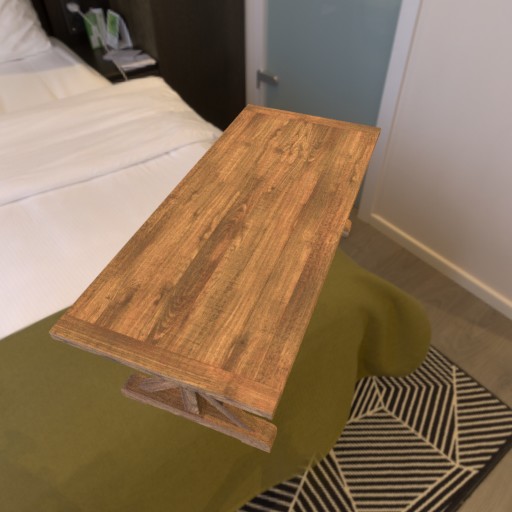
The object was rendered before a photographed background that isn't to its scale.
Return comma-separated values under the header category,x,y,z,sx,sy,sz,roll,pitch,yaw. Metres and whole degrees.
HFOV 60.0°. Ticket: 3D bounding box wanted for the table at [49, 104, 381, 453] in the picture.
category,x,y,z,sx,sy,sz,roll,pitch,yaw
table,0.000,0.000,2.503,0.907,0.733,2.031,15,47,15
